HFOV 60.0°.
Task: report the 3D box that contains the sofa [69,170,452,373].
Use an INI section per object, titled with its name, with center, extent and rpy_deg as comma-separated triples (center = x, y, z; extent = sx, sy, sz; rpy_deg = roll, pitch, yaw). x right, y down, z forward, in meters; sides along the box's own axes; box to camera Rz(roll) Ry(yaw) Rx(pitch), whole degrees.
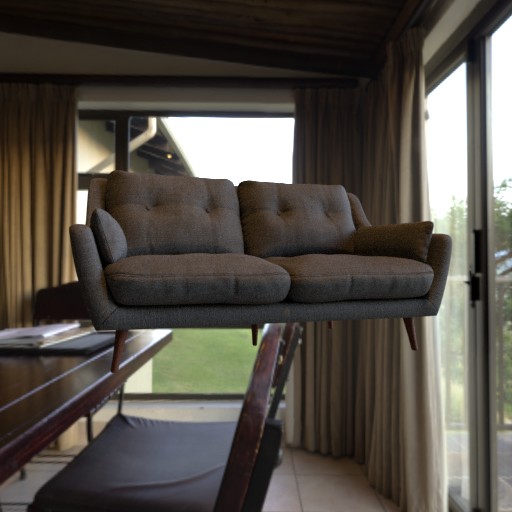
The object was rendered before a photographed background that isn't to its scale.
[sofa]
center = 0.000, 0.000, 2.187
extent = 1.646, 0.887, 0.976
rpy_deg = 0, -1, -18
